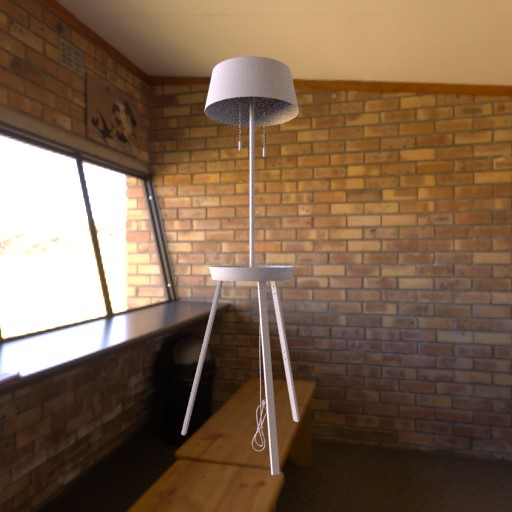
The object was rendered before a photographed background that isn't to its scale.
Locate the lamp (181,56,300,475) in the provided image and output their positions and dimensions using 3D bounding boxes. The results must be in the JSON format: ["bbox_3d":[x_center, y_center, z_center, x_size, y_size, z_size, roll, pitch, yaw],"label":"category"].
[{"bbox_3d":[0.000,0.000,1.664,0.508,1.429,0.468,0,0,-17],"label":"lamp"}]
